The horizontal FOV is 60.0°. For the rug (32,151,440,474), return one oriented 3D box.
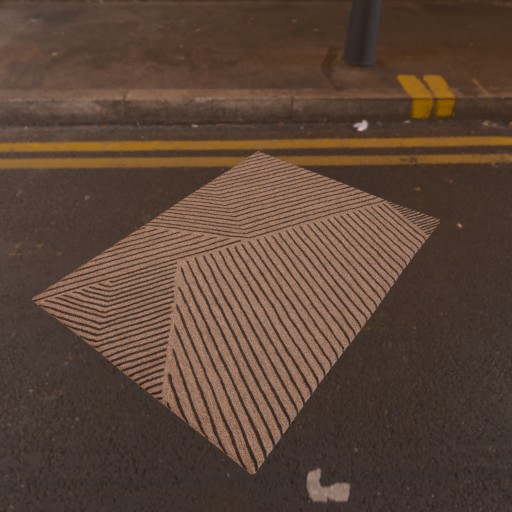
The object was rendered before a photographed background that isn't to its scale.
[{"bbox_3d":[0.000,0.000,3.200,1.829,0.028,2.449,27,49,27],"label":"rug"}]
